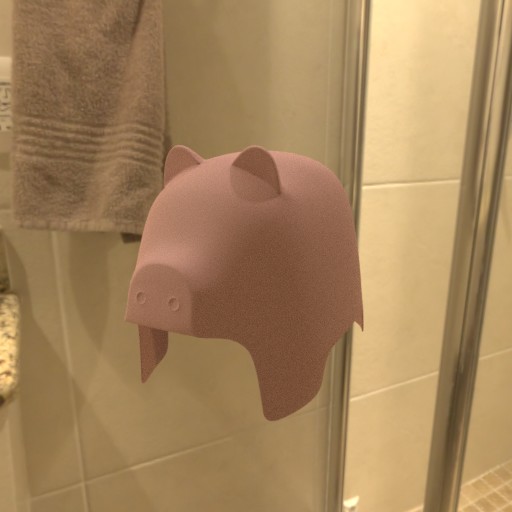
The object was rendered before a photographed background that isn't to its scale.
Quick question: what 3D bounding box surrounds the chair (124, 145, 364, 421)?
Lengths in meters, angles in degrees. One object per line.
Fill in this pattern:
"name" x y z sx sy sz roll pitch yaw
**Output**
"chair" 0.000 0.000 0.870 0.364 0.423 0.619 7 16 25
